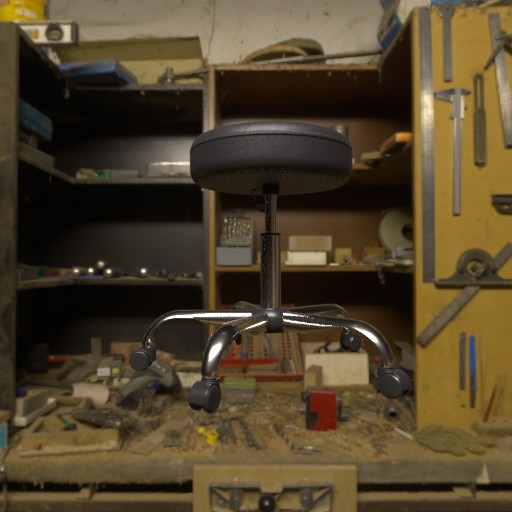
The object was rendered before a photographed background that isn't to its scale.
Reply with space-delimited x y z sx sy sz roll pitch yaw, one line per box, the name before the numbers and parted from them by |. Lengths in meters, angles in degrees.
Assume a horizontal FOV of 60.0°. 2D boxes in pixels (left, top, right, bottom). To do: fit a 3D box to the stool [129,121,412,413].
stool | 0.000 0.000 1.125 0.638 0.576 0.673 0 0 1
